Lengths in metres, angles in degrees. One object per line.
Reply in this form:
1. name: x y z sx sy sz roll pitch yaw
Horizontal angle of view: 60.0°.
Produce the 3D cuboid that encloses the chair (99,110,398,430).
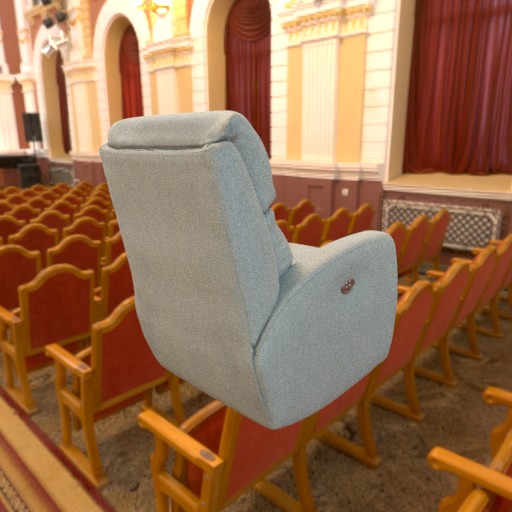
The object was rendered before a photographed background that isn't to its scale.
1. chair: 0.000 0.000 1.703 0.794 1.016 0.940 14 20 43
